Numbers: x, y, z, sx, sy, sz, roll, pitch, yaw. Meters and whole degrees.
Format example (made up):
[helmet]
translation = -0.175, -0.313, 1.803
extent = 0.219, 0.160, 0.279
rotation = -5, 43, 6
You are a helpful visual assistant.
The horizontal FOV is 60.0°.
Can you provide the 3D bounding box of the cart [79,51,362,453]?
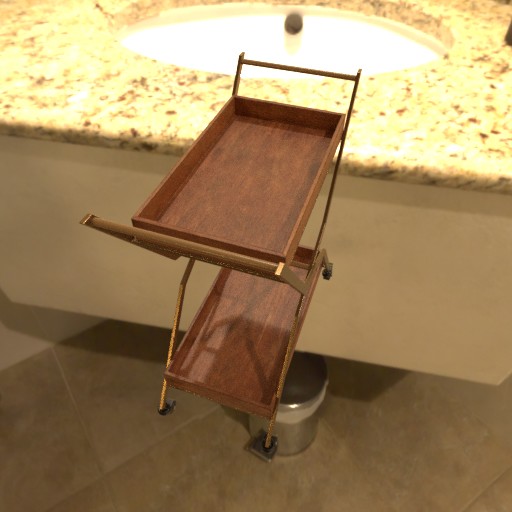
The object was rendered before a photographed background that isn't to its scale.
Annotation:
[cart]
translation = 0.000, 0.000, 1.331
extent = 0.405, 0.869, 0.836
rotation = 14, 48, 13
